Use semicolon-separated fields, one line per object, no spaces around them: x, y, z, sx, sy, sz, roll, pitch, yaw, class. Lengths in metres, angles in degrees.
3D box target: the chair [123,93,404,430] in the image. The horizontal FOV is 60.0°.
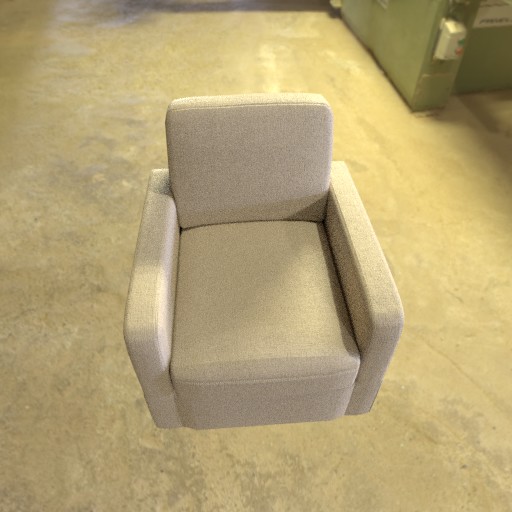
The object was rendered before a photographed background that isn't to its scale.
0.000;0.000;1.517;0.755;0.827;0.888;-3;48;-3;chair
